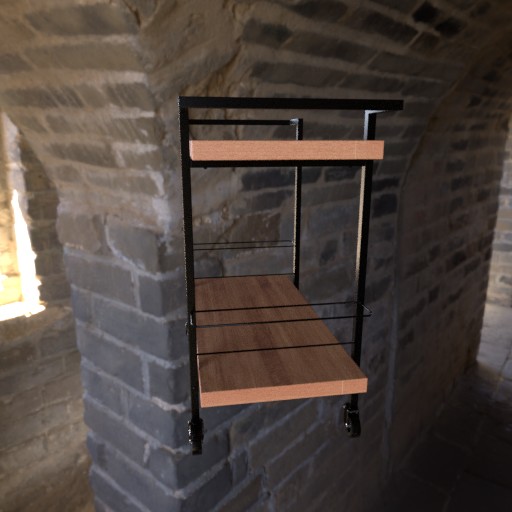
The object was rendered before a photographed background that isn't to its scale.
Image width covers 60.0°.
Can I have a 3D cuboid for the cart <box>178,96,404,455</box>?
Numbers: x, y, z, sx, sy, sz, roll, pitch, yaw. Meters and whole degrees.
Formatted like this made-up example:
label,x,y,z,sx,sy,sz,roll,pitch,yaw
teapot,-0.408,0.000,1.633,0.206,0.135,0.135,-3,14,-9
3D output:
label,x,y,z,sx,sy,sz,roll,pitch,yaw
cart,0.000,0.000,1.235,0.406,0.762,0.806,-2,15,-9
